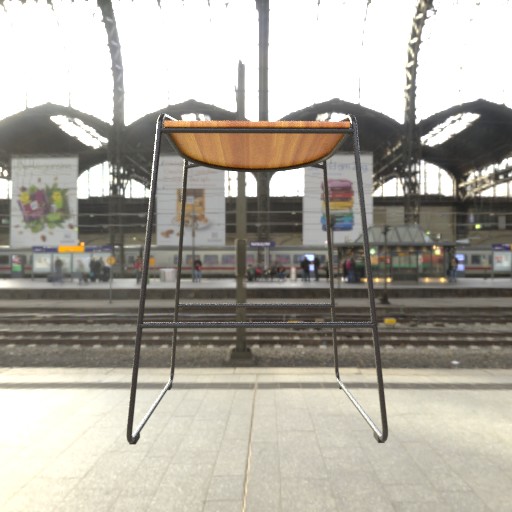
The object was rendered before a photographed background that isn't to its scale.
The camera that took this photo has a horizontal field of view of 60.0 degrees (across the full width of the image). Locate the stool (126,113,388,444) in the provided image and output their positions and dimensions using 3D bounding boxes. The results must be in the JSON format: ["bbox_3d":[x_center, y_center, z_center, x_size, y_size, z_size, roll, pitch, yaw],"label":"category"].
[{"bbox_3d":[0.000,0.000,1.176,0.546,0.812,0.521,0,-1,-1],"label":"stool"}]
